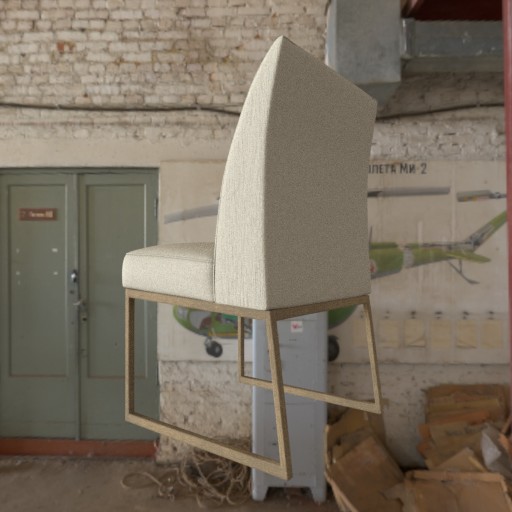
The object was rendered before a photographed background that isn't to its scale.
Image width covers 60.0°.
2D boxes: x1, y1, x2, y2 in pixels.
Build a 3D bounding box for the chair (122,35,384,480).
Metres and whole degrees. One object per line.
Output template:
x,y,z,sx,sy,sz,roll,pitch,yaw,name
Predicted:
0.000,0.000,1.195,0.522,0.863,0.508,0,0,38,chair
